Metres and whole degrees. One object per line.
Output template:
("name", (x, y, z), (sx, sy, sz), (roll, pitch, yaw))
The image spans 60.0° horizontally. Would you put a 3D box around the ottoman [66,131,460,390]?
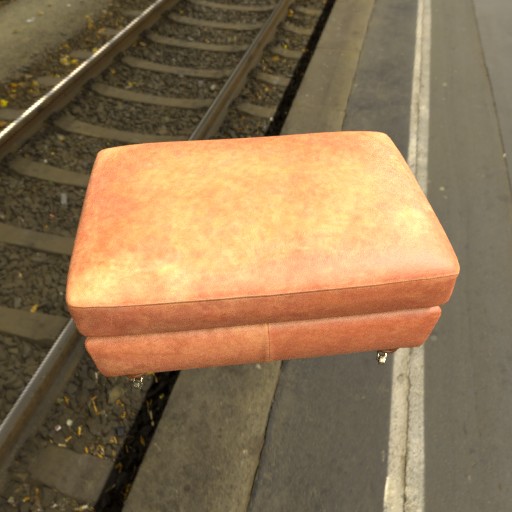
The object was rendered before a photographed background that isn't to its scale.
("ottoman", (0.000, 0.000, 1.211), (0.852, 0.507, 0.565), (-5, 48, -4))
